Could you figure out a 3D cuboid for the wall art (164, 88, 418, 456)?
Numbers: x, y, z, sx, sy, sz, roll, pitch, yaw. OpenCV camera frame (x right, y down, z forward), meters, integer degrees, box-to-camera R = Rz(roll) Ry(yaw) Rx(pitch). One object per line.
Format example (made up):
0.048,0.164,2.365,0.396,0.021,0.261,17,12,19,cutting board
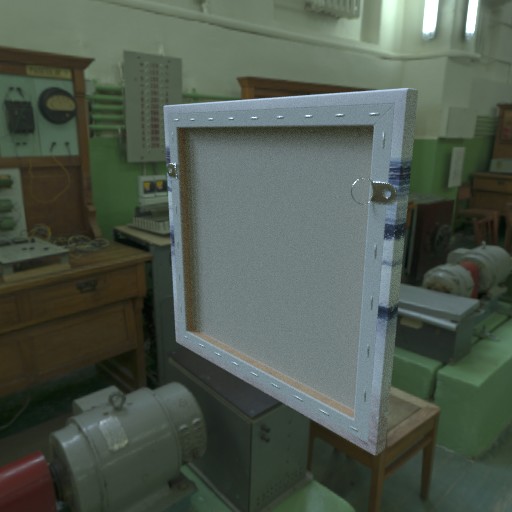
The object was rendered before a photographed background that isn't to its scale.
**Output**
0.000,0.000,1.117,0.065,0.747,0.755,-15,21,-42,wall art
